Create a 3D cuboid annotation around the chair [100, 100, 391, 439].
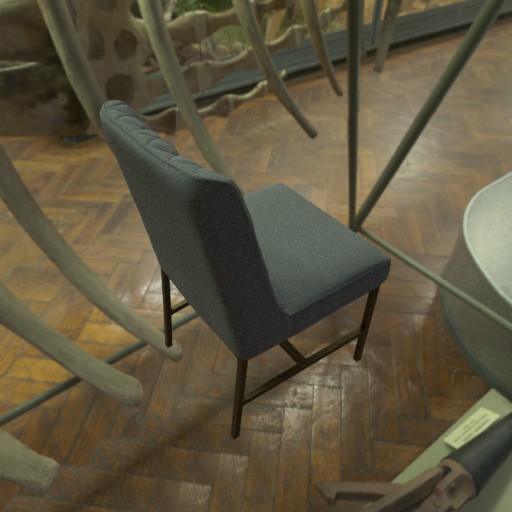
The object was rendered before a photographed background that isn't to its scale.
[{"bbox_3d":[0.000,0.000,1.248,0.587,0.889,0.508,-26,48,-27],"label":"chair"}]
